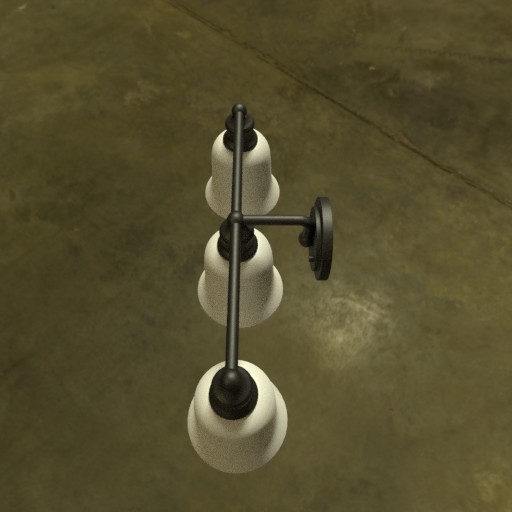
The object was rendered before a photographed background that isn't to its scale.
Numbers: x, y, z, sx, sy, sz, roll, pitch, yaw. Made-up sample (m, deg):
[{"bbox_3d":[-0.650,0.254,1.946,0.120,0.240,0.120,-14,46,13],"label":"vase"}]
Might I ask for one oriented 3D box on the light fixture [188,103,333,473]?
[{"bbox_3d":[0.000,0.000,0.666,0.198,0.211,0.570,0,58,0],"label":"light fixture"}]
